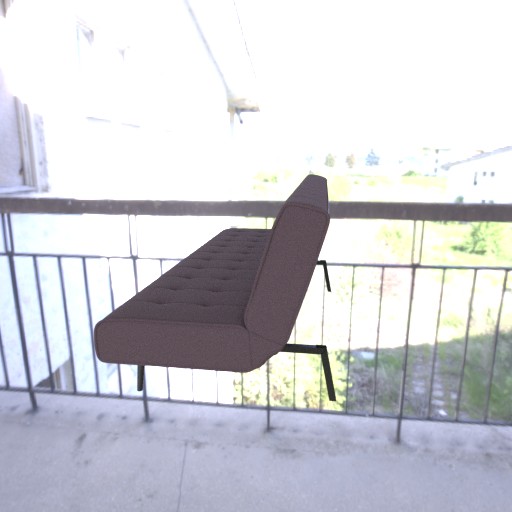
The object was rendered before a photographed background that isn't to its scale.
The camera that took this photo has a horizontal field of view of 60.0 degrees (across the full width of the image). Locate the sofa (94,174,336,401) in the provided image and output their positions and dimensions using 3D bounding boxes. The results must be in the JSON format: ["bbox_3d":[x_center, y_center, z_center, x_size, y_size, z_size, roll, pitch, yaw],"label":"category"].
[{"bbox_3d":[0.000,0.000,2.101,0.747,0.699,1.703,2,13,8],"label":"sofa"}]
